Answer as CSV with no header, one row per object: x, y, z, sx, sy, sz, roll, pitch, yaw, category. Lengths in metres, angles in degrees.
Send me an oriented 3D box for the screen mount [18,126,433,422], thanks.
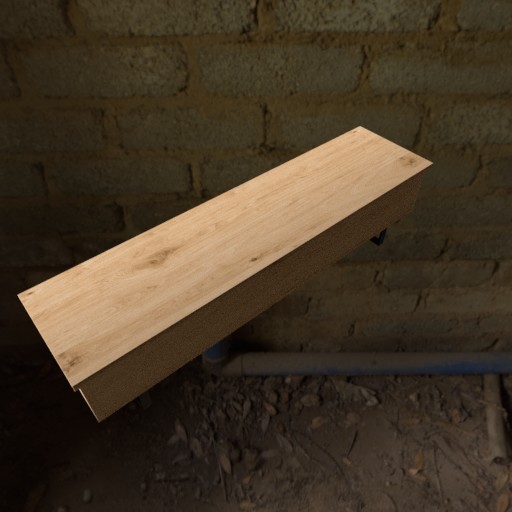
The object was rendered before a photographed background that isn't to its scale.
0.000,0.000,1.880,1.700,0.430,0.450,-31,53,-27,screen mount
